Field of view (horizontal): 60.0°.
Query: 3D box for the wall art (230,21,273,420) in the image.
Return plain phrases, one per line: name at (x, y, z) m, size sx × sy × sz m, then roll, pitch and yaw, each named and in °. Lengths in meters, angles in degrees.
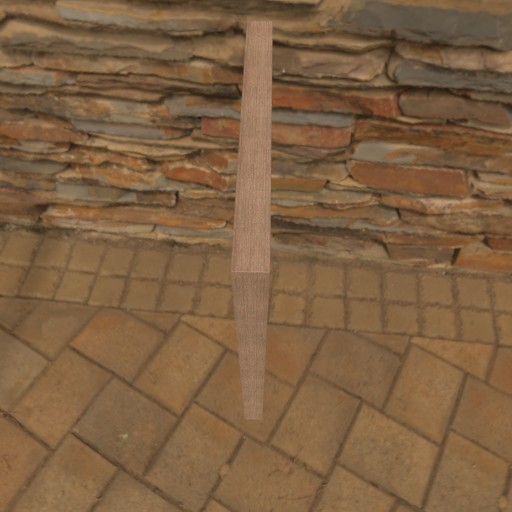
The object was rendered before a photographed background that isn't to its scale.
wall art at (0.000, 0.000, 0.658) m, size 0.031 × 0.509 × 0.356 m, roll 1°, pitch 57°, yaw 1°
